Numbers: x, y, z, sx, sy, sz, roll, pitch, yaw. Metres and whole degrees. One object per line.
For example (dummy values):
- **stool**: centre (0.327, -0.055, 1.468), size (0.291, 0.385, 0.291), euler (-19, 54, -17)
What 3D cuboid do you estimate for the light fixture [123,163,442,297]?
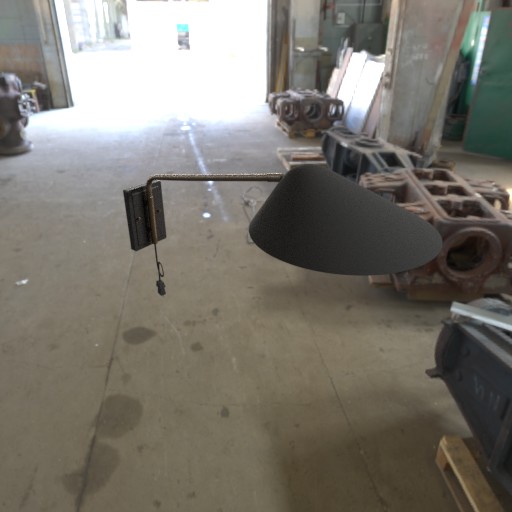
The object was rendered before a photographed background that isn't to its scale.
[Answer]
- **light fixture**: centre (0.000, 0.000, 0.678), size (0.516, 0.312, 0.240), euler (19, 33, 32)
